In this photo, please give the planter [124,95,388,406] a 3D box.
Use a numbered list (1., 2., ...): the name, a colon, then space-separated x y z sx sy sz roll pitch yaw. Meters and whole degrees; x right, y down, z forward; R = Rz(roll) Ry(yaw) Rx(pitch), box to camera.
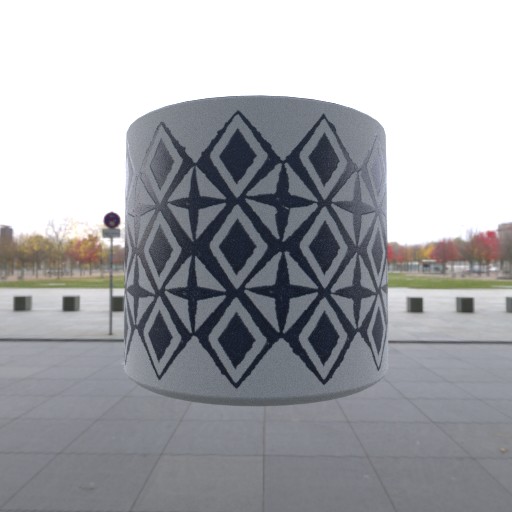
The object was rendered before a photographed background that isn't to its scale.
1. planter: 0.000 0.000 0.393 0.224 0.203 0.224 0 -1 0
